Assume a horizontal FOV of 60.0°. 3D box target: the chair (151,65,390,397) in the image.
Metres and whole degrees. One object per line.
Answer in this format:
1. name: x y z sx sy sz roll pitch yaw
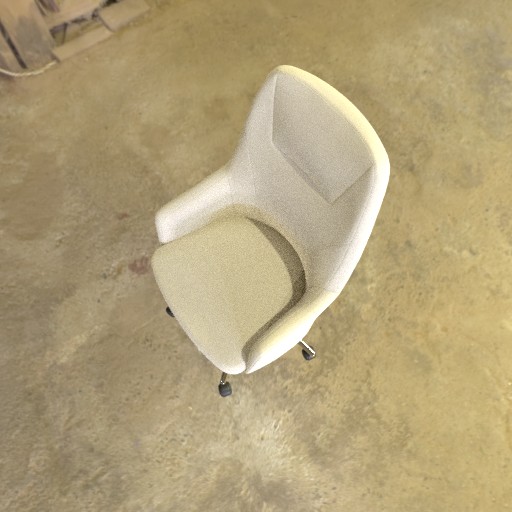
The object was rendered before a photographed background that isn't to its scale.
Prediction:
1. chair: 0.000 0.000 1.458 0.640 1.049 0.620 -32 67 -15
